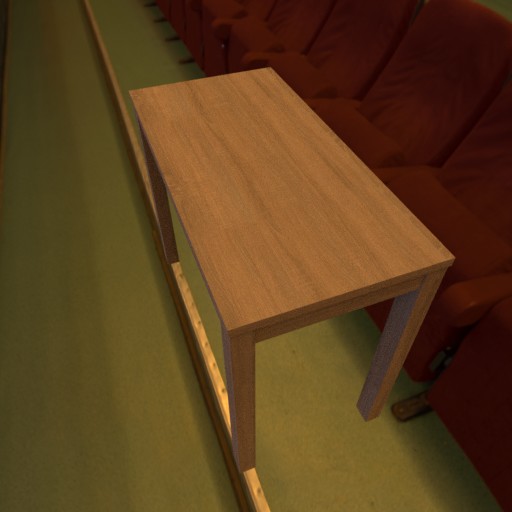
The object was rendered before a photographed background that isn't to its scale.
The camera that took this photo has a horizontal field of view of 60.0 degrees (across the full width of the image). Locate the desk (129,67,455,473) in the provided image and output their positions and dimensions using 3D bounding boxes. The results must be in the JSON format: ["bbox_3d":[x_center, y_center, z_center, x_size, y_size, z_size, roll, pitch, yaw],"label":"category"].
[{"bbox_3d":[0.000,0.000,1.444,0.495,0.762,0.991,-16,48,-15],"label":"desk"}]
